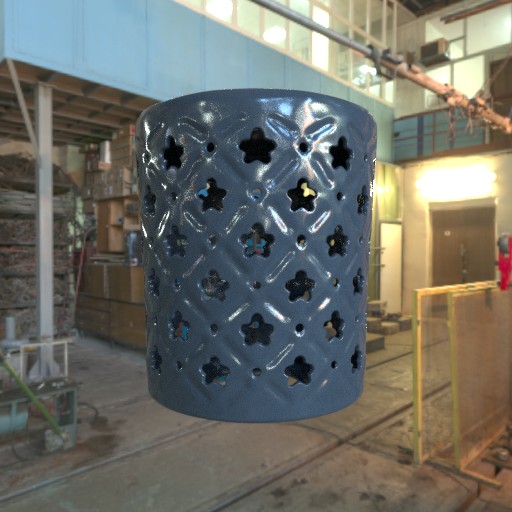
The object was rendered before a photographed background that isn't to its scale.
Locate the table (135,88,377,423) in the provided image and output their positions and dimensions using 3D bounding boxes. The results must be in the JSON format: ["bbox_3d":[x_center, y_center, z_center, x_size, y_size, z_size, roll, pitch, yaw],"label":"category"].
[{"bbox_3d":[0.000,0.000,0.665,0.352,0.387,0.352,0,1,0],"label":"table"}]
